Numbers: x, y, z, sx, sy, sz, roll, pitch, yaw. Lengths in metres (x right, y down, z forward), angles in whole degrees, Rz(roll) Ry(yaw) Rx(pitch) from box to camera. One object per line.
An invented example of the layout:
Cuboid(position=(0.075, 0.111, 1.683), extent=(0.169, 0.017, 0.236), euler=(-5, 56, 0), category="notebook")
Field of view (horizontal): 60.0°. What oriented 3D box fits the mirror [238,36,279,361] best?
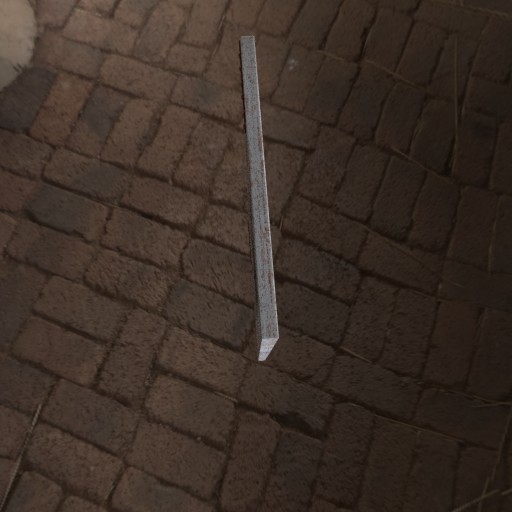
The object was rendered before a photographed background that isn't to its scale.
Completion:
Cuboid(position=(0.000, 0.000, 1.083), extent=(0.027, 0.922, 0.472), euler=(-4, 75, -1), category="mirror")
